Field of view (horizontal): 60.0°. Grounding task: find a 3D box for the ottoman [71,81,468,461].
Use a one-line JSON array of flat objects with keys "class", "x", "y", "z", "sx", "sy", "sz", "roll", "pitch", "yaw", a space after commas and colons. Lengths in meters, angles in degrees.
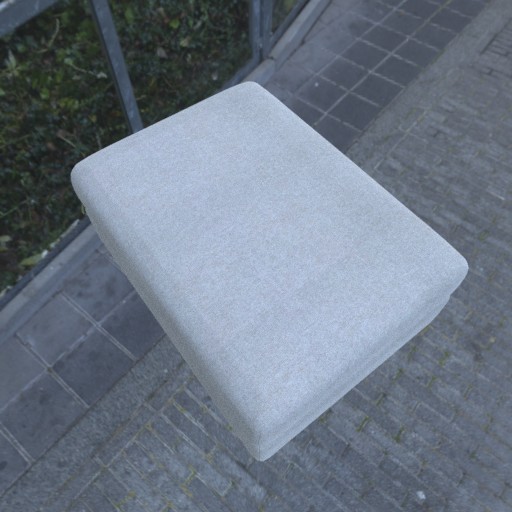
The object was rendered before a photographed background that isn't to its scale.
[{"class": "ottoman", "x": 0.000, "y": 0.000, "z": 1.204, "sx": 0.610, "sy": 0.478, "sz": 0.823, "roll": -33, "pitch": 64, "yaw": -19}]
